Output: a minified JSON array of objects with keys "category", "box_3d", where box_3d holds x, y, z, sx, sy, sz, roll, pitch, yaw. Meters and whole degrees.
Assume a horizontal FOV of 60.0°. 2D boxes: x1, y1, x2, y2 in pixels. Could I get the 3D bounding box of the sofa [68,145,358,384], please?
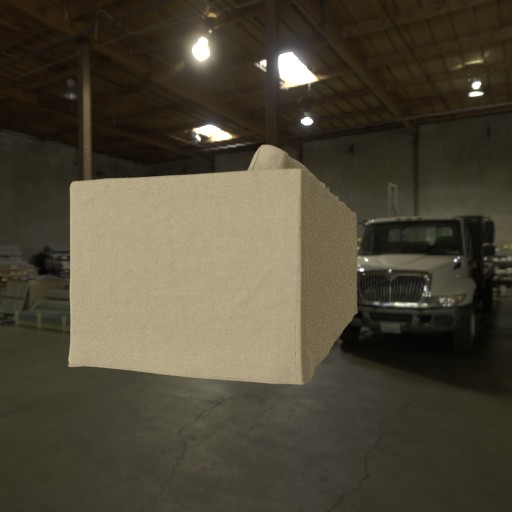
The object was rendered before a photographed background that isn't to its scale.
[{"category":"sofa","box_3d":[0.000,0.000,2.484,0.962,0.835,1.959,0,0,18]}]
